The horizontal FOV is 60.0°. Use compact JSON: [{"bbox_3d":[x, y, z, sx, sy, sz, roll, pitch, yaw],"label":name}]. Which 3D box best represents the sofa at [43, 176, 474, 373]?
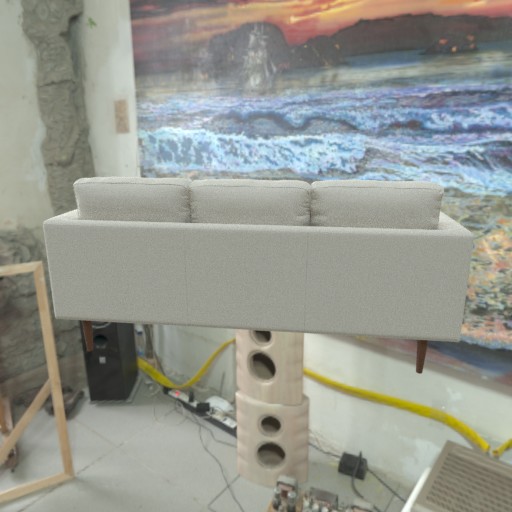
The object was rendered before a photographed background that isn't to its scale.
[{"bbox_3d":[0.000,0.000,2.487,2.029,0.912,0.802,2,16,7],"label":"sofa"}]
